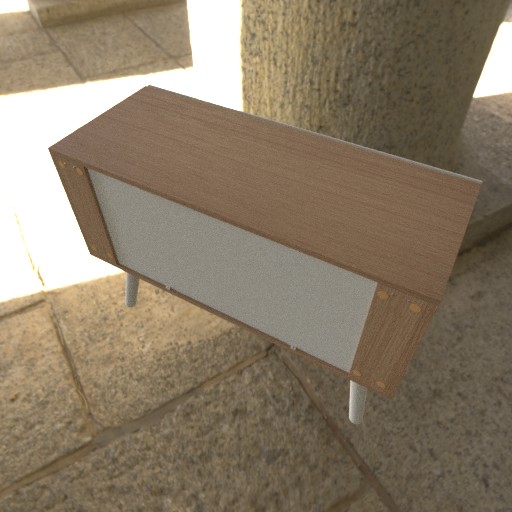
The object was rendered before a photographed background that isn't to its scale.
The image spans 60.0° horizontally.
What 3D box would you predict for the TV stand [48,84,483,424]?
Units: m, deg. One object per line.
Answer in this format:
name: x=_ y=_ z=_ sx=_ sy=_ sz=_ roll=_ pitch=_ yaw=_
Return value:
TV stand: x=0.000 y=0.000 z=1.322 sx=0.991 sy=0.660 sz=0.407 roll=22 pitch=51 yaw=20
